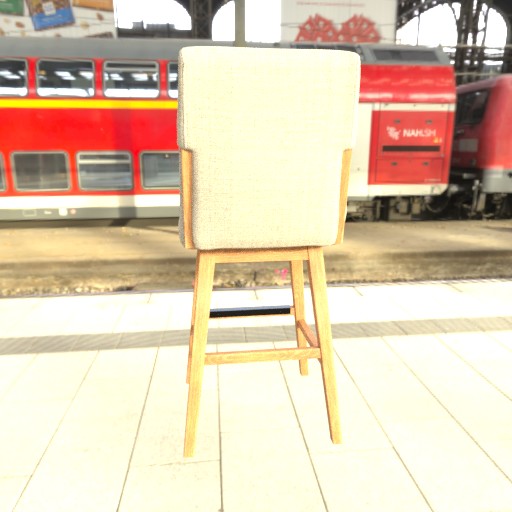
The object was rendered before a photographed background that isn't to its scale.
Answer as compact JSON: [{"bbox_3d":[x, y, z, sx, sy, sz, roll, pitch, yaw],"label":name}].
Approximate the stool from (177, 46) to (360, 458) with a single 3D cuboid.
[{"bbox_3d":[0.000,0.000,1.391,0.483,1.106,0.569,-2,14,-7],"label":"stool"}]
